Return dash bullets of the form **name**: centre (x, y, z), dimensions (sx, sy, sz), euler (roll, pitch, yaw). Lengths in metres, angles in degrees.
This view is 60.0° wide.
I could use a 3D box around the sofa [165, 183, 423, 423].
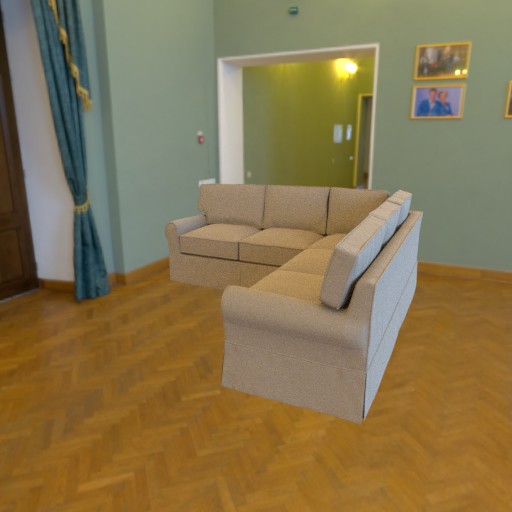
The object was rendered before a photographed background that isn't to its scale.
- **sofa**: centre (0.000, 0.000, 4.238), dimensions (2.730, 1.124, 2.733), euler (7, 17, 24)
